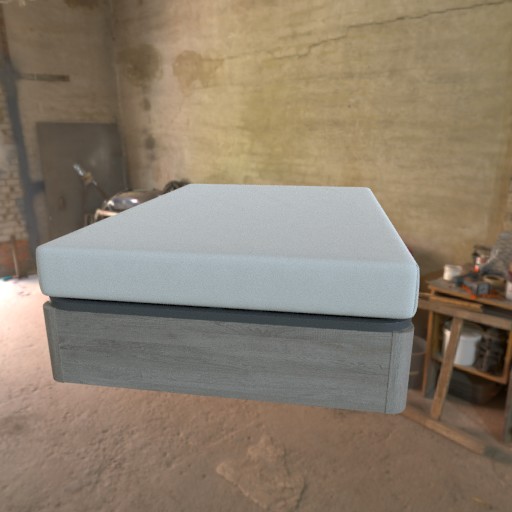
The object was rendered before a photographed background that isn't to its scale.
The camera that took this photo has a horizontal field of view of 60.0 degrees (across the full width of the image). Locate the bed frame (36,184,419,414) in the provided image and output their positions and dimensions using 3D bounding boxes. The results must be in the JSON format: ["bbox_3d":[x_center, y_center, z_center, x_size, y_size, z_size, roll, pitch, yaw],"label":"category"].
[{"bbox_3d":[0.000,0.000,2.490,1.400,0.561,1.900,3,17,9],"label":"bed frame"}]
